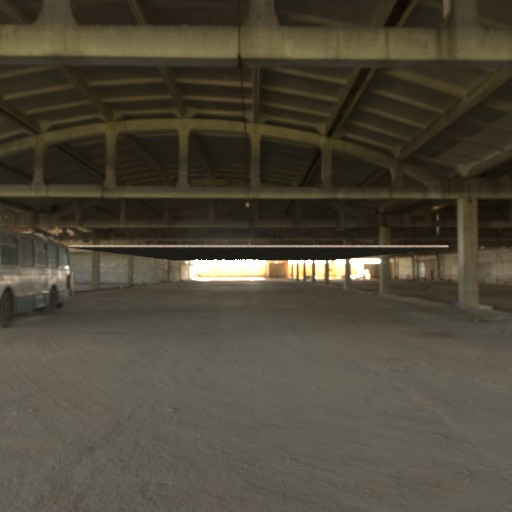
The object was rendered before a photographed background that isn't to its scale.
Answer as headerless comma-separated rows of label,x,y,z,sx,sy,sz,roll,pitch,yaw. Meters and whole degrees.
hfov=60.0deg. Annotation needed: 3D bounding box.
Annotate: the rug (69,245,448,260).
rug,0.000,0.000,2.979,1.526,0.011,2.435,0,-2,-1
